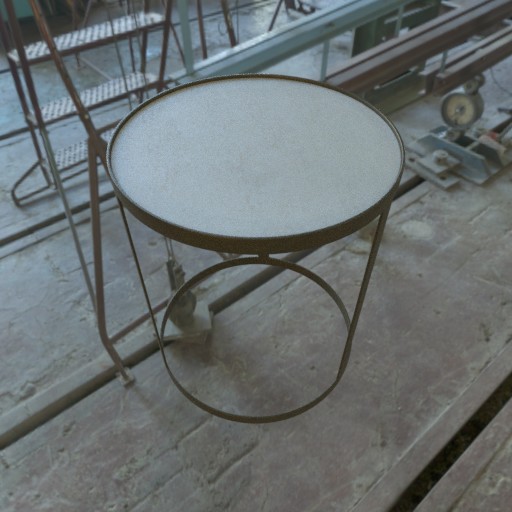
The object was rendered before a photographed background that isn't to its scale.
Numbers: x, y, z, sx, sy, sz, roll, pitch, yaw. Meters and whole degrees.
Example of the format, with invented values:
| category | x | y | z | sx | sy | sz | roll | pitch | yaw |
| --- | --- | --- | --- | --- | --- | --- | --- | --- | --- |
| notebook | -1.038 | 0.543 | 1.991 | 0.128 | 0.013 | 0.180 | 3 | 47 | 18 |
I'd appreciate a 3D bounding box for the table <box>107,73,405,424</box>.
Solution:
| category | x | y | z | sx | sy | sz | roll | pitch | yaw |
| --- | --- | --- | --- | --- | --- | --- | --- | --- | --- |
| table | 0.000 | 0.000 | 0.934 | 0.480 | 0.565 | 0.480 | 0 | 46 | 0 |
